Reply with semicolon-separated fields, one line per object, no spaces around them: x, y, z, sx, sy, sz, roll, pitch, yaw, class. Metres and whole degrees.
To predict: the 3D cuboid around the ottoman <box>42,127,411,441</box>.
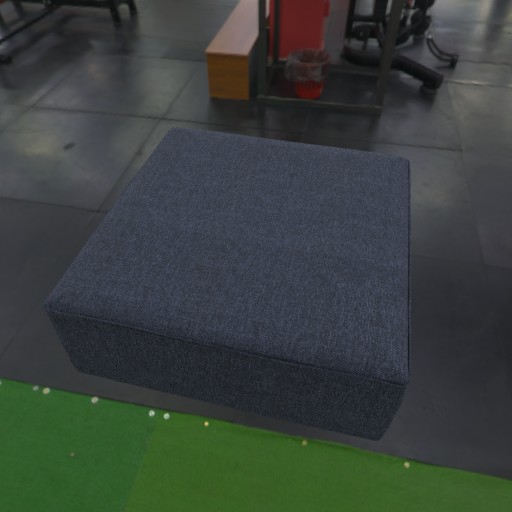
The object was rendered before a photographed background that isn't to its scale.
0.000;0.000;1.601;1.023;0.423;1.017;10;47;10;ottoman
